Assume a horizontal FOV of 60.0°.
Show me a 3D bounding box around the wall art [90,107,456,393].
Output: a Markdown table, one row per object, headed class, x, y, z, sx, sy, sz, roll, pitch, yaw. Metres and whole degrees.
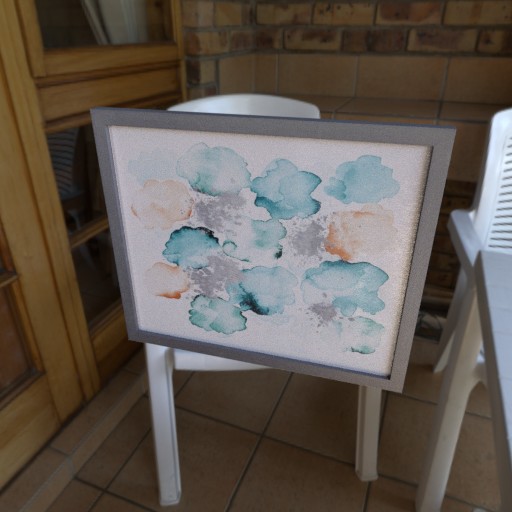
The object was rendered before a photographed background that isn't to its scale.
| class | x | y | z | sx | sy | sz | roll | pitch | yaw |
| --- | --- | --- | --- | --- | --- | --- | --- | --- | --- |
| wall art | 0.000 | 0.000 | 0.915 | 0.660 | 0.558 | 0.026 | 8 | 29 | 14 |
